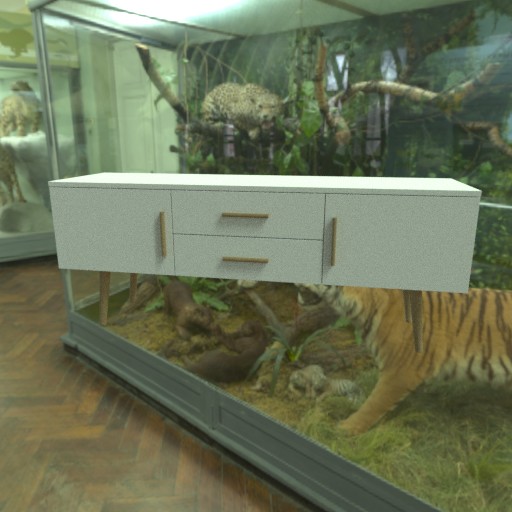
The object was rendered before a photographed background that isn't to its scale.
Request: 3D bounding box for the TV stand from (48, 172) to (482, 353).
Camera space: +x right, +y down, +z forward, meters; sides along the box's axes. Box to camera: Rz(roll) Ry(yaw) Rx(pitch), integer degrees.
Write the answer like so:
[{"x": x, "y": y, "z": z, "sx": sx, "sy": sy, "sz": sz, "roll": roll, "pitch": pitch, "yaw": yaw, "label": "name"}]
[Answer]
[{"x": 0.000, "y": 0.000, "z": 1.654, "sx": 1.398, "sy": 0.560, "sz": 0.401, "roll": 3, "pitch": 16, "yaw": 10, "label": "TV stand"}]
